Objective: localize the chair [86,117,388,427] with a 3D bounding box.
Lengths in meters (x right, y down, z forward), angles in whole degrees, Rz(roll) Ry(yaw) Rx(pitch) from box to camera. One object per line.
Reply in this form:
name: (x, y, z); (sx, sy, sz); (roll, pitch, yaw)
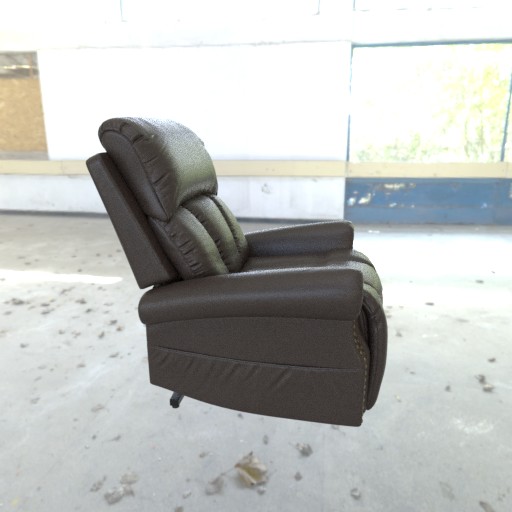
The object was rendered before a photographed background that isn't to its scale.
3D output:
chair: (0.000, 0.000, 1.722); (0.978, 1.028, 0.869); (3, 16, 10)
